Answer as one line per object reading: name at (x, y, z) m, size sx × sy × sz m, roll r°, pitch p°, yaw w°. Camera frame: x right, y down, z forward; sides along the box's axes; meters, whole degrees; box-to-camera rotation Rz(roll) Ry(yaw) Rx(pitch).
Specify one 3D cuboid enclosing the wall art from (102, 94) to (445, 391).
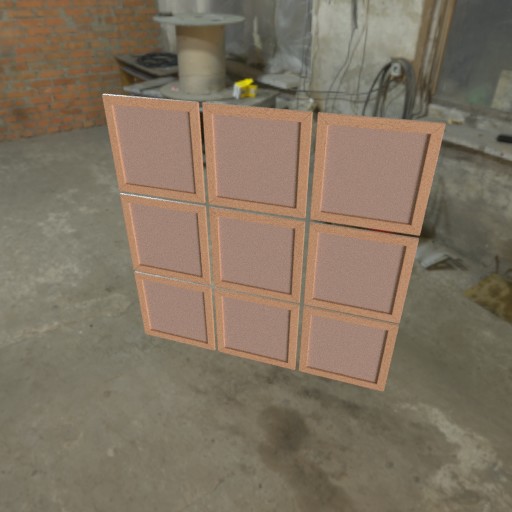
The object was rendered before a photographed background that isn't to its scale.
wall art at (0.000, 0.000, 2.295) m, size 1.519 × 1.507 × 0.014 m, roll 10°, pitch 34°, yaw 15°
